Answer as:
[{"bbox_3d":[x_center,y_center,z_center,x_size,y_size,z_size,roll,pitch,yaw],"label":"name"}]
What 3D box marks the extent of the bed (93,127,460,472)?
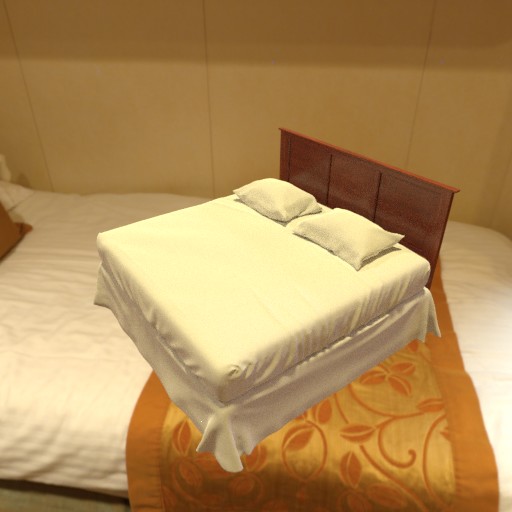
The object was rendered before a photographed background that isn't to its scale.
[{"bbox_3d":[0.000,0.000,3.610,2.219,1.271,2.314,-21,38,-30],"label":"bed"}]
